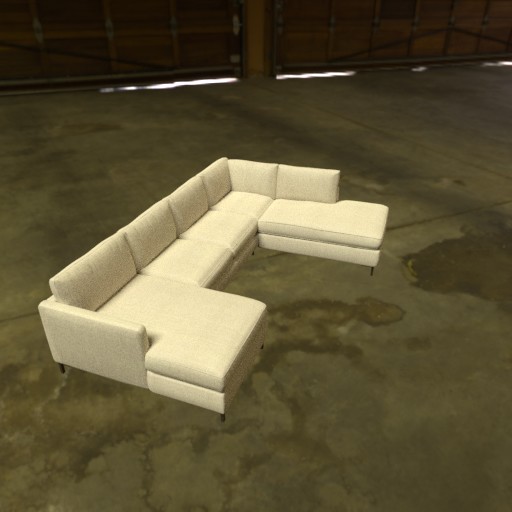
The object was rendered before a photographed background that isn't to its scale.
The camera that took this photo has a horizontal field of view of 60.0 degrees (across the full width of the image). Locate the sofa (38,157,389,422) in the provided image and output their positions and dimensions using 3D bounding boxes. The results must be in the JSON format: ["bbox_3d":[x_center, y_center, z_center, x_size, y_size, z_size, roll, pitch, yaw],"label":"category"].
[{"bbox_3d":[0.000,0.000,3.604,1.879,0.756,2.737,10,31,17],"label":"sofa"}]
